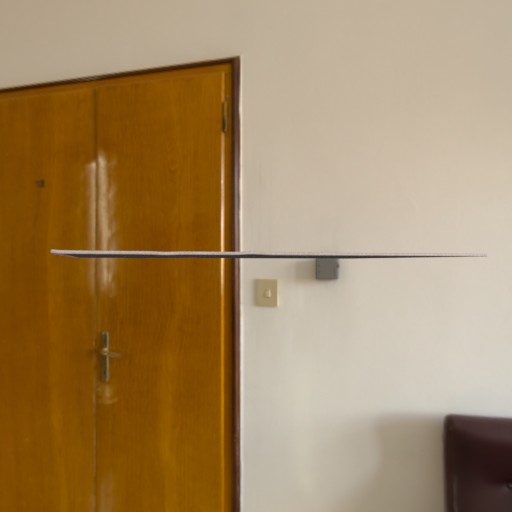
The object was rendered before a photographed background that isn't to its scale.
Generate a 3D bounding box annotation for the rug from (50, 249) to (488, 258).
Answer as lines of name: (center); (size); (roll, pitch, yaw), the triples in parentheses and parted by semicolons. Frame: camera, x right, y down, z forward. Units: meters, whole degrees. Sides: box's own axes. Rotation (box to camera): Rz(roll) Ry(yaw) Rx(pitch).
rug: (0.000, 0.000, 2.883); (2.290, 0.021, 1.540); (0, -1, -19)
